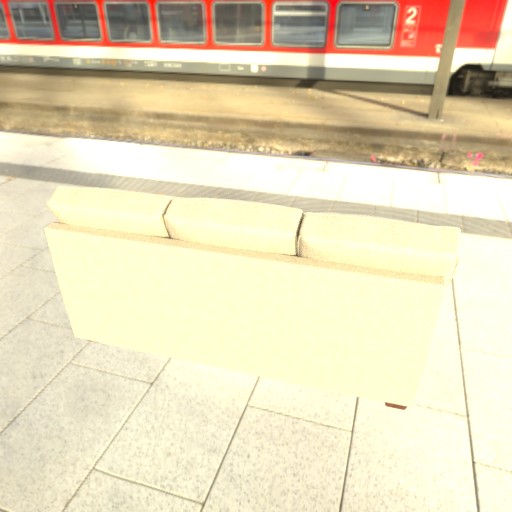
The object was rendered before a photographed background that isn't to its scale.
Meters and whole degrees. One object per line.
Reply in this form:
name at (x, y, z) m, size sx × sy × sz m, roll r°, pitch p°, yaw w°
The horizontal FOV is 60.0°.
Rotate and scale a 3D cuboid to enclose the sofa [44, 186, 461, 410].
sofa at (0.000, 0.000, 2.563) m, size 1.962 × 0.973 × 1.027 m, roll 8°, pitch 32°, yaw 14°
